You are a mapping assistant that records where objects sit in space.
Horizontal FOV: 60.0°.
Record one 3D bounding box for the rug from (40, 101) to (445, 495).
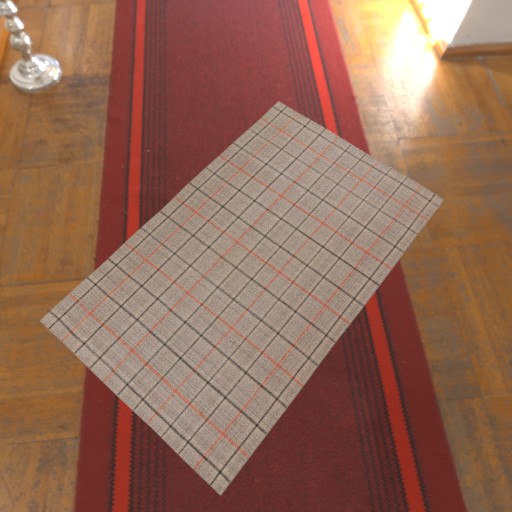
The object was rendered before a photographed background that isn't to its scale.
[{"bbox_3d":[0.000,0.000,2.996,1.524,0.015,2.439,36,69,17],"label":"rug"}]
